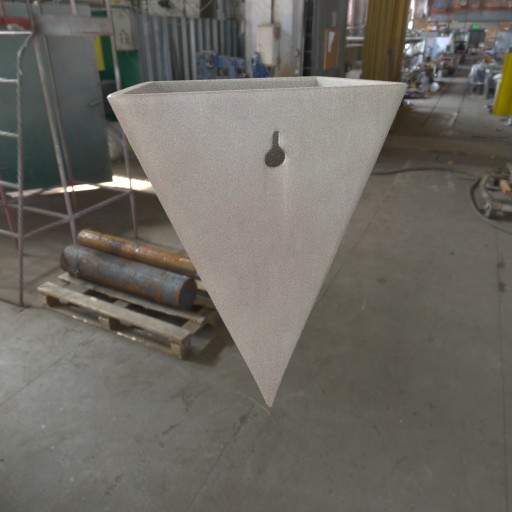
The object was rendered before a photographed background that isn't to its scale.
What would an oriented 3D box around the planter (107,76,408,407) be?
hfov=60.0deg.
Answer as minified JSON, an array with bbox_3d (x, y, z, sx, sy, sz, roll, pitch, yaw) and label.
[{"bbox_3d":[0.000,0.000,0.271,0.150,0.197,0.060,-9,28,-18],"label":"planter"}]
